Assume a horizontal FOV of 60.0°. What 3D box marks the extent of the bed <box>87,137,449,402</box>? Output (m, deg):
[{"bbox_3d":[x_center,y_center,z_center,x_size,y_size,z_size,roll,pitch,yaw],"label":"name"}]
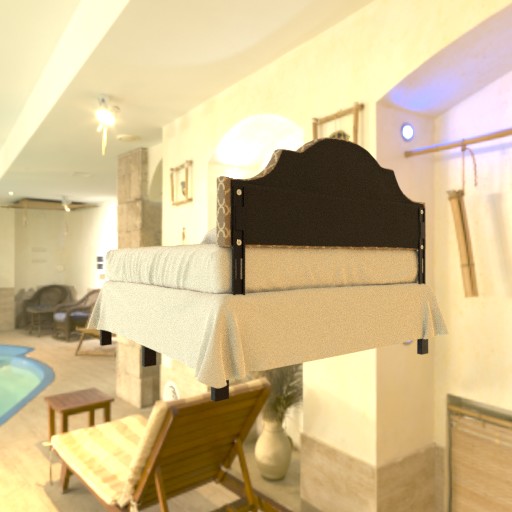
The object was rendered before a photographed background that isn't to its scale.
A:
[{"bbox_3d":[0.000,0.000,3.800,2.314,1.601,2.222,0,0,-37],"label":"bed"}]
